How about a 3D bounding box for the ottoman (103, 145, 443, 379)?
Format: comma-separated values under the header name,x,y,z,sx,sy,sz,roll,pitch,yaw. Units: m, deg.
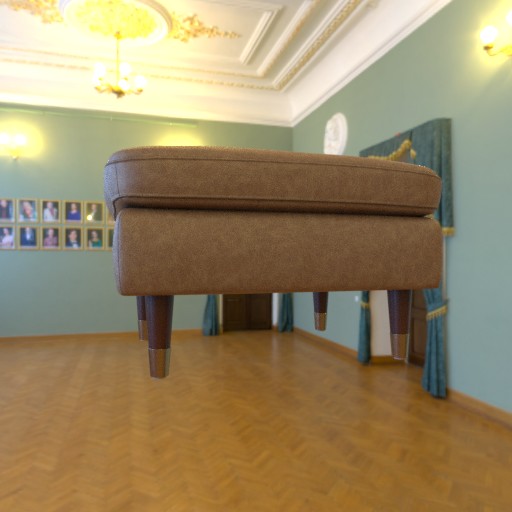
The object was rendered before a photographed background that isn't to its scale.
name,x,y,z,sx,sy,sz,roll,pitch,yaw
ottoman,0.000,0.000,1.149,0.747,0.478,0.593,0,0,-18
